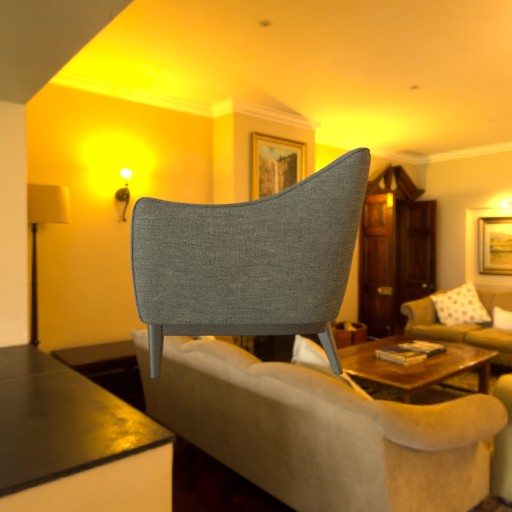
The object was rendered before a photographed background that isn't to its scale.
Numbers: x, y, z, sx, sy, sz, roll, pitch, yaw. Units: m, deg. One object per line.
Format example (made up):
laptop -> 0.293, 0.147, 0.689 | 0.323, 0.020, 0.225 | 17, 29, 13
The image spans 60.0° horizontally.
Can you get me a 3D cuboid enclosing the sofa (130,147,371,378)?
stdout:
sofa -> 0.000, 0.000, 2.434 | 0.867, 0.829, 1.928 | 0, 1, 0
